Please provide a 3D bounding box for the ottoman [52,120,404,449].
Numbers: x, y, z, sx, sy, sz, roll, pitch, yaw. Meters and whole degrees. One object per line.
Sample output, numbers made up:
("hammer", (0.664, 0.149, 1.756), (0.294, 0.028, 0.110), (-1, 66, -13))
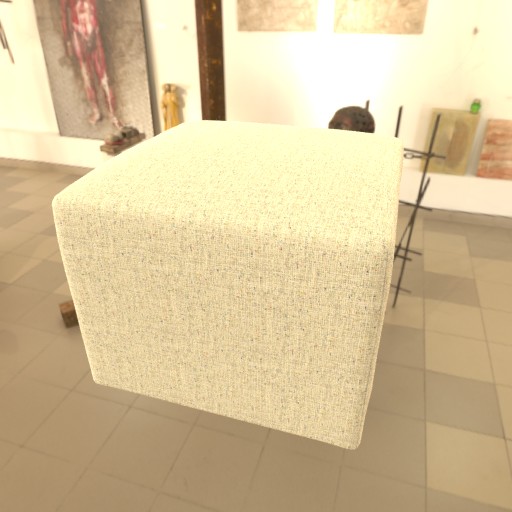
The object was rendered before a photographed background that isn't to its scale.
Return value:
("ottoman", (0.000, 0.000, 0.905), (0.521, 0.453, 0.512), (9, 32, 15))
